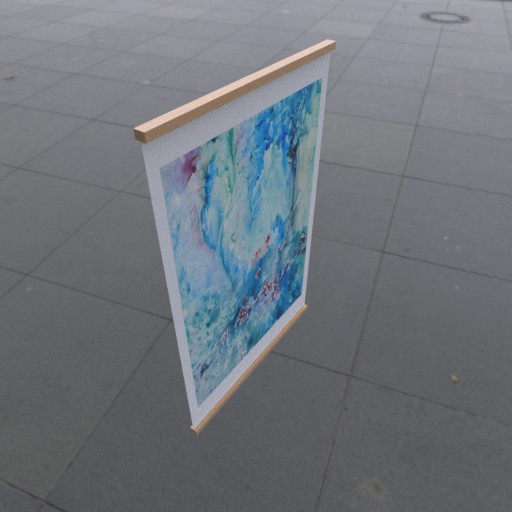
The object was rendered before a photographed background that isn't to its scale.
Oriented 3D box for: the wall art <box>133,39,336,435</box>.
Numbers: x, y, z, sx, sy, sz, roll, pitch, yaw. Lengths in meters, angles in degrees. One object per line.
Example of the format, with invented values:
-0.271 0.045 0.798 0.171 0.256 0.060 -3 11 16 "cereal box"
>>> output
0.000 0.000 0.769 0.016 0.611 0.401 25 47 27 "wall art"
